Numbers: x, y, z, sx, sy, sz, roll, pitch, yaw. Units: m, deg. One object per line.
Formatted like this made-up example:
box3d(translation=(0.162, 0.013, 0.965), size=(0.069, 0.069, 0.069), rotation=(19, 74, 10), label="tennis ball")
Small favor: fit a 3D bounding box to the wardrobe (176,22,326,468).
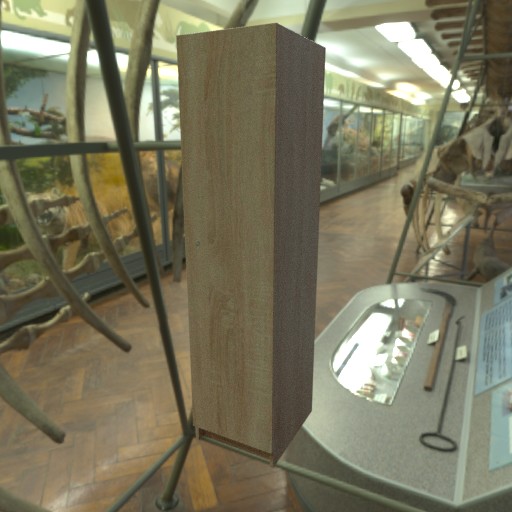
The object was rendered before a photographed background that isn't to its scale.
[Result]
box3d(translation=(0.000, 0.000, 2.392), size=(0.496, 2.117, 0.588), rotation=(8, 17, 27), label="wardrobe")
